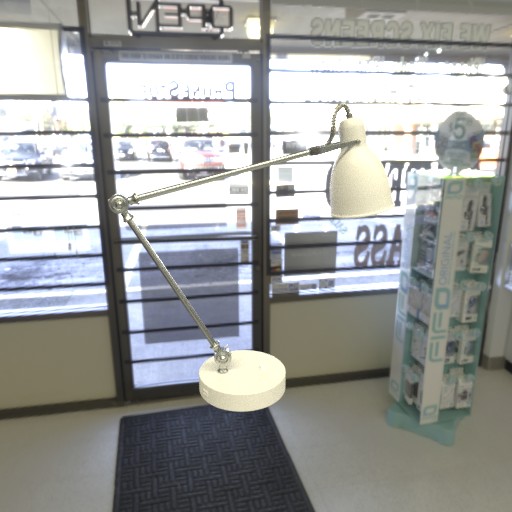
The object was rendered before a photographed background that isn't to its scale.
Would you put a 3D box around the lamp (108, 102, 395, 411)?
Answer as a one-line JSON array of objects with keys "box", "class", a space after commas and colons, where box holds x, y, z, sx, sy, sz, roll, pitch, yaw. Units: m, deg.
[{"box": [0.000, 0.000, 0.894, 0.561, 0.587, 0.187, -2, 15, -8], "class": "lamp"}]
